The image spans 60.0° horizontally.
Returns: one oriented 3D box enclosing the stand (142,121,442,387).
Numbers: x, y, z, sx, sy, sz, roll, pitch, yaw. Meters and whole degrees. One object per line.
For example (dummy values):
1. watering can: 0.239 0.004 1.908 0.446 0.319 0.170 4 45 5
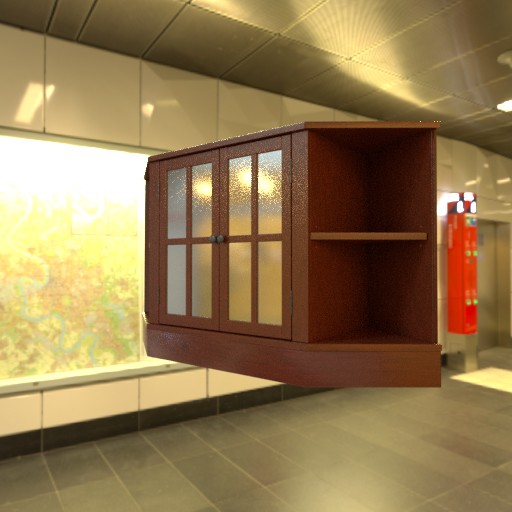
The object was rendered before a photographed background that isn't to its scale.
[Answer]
1. stand: 0.000 0.000 1.343 1.072 0.614 0.381 -1 -1 37
